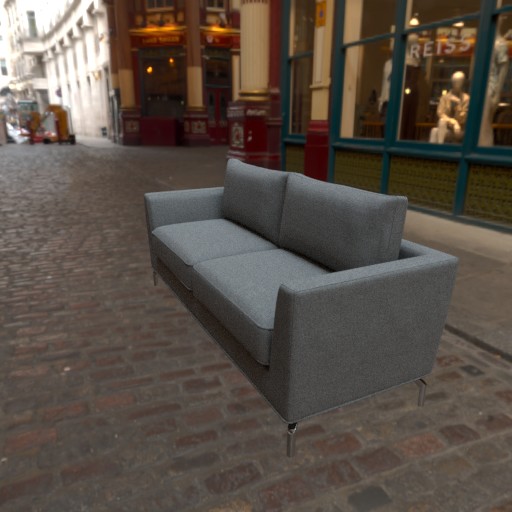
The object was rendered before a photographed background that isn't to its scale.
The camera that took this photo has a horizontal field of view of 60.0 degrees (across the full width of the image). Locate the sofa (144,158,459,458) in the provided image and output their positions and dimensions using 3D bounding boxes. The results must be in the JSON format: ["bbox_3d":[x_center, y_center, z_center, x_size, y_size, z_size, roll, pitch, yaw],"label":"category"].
[{"bbox_3d":[0.000,0.000,2.726,0.869,1.002,2.212,-9,20,-26],"label":"sofa"}]
